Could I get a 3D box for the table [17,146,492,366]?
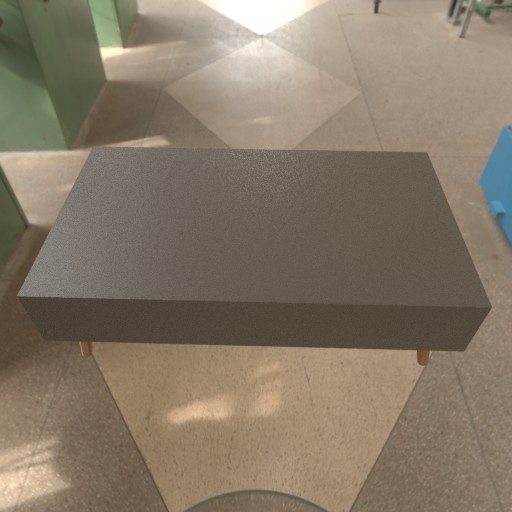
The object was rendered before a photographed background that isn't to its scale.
[{"bbox_3d":[0.000,0.000,1.505,1.201,0.404,0.703,1,46,1],"label":"table"}]
